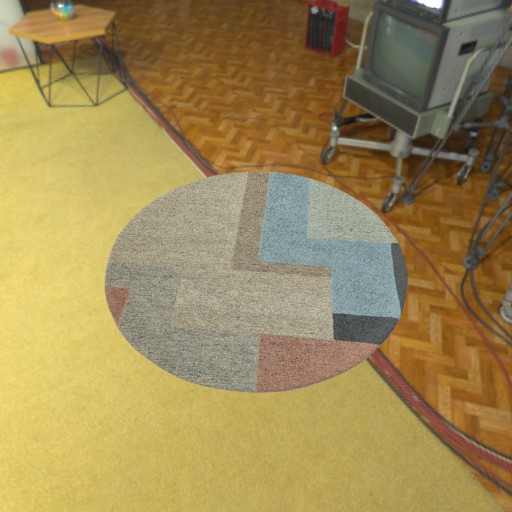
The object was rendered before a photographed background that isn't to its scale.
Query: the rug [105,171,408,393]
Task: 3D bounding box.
[{"bbox_3d":[0.000,0.000,3.694,2.461,0.033,2.461,0,45,0],"label":"rug"}]
